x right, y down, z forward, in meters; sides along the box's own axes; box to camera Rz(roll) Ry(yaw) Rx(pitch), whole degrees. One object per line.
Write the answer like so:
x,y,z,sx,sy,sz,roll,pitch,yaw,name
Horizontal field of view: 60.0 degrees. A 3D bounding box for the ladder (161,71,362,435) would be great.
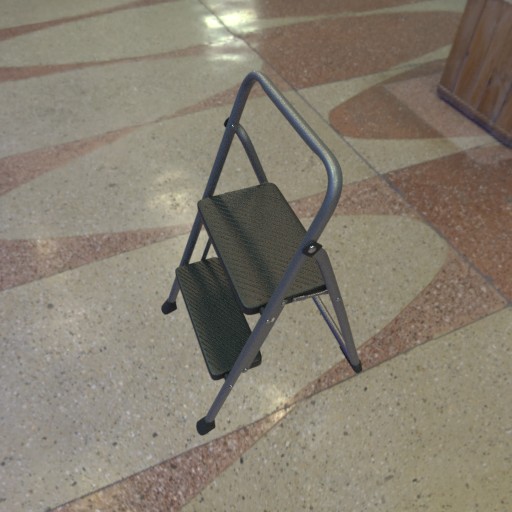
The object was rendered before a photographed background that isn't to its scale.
0.000,0.000,1.030,0.472,0.720,0.430,-16,50,-14,ladder
